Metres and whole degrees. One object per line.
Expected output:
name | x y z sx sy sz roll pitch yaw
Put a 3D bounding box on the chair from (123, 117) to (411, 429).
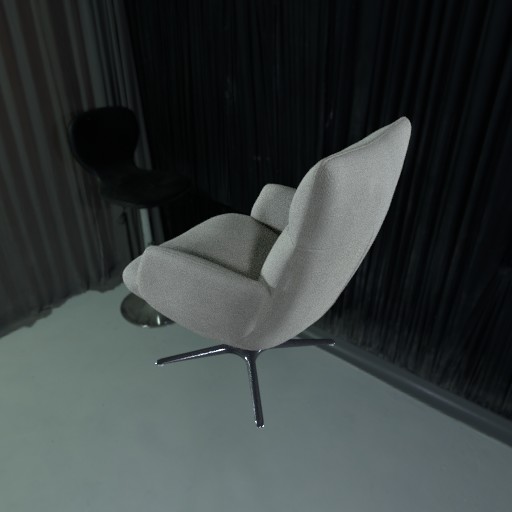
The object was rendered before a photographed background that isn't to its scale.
chair | 0.000 0.000 1.626 0.889 1.016 0.711 21 37 31
